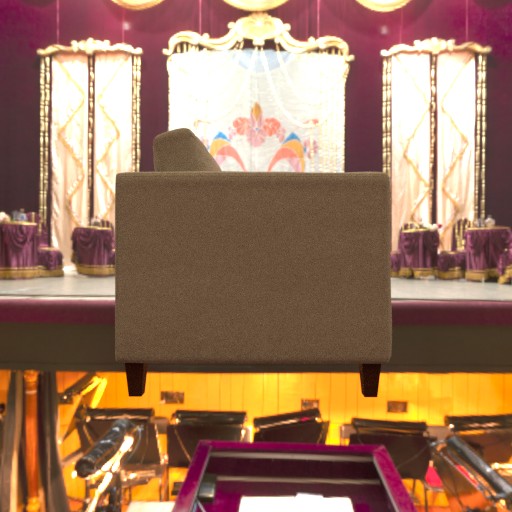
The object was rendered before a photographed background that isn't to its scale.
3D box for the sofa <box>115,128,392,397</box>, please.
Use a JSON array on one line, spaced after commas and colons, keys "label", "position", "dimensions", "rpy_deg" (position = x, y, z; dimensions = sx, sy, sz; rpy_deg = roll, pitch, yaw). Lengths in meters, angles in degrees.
[{"label": "sofa", "position": [0.000, 0.000, 2.379], "dimensions": [0.950, 0.963, 1.884], "rpy_deg": [0, 0, 1]}]
